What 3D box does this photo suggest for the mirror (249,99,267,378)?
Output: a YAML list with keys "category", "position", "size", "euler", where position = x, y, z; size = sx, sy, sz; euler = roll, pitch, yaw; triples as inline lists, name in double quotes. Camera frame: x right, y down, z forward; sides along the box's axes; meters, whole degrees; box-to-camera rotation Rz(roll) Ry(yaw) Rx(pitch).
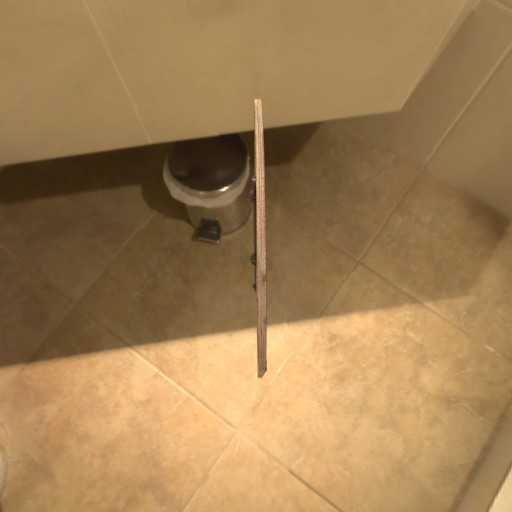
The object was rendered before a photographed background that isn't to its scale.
- category: "mirror"
  position: [0.000, 0.000, 1.178]
  size: [0.032, 0.915, 0.609]
  euler: [-1, 74, 0]
